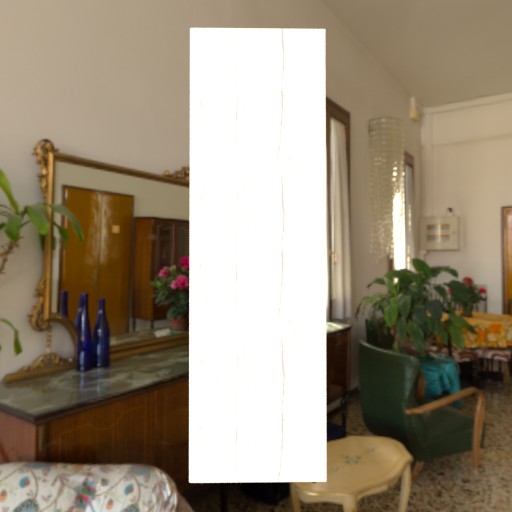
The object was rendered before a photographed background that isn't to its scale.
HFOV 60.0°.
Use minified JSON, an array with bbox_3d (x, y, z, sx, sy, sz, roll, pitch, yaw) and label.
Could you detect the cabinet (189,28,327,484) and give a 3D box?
[{"bbox_3d":[0.000,0.000,2.367,0.580,1.930,0.980,0,-1,-1],"label":"cabinet"}]
